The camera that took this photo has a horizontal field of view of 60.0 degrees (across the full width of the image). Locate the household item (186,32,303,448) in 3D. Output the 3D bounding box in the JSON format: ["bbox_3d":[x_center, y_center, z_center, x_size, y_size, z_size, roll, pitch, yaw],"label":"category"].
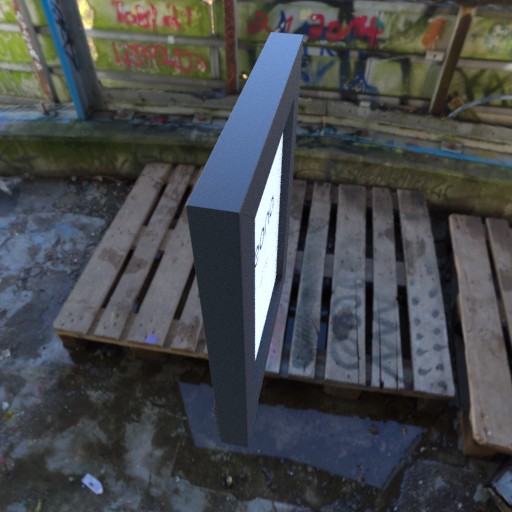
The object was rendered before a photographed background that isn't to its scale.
[{"bbox_3d":[0.000,0.000,0.234,0.022,0.178,0.133,9,47,8],"label":"household item"}]
